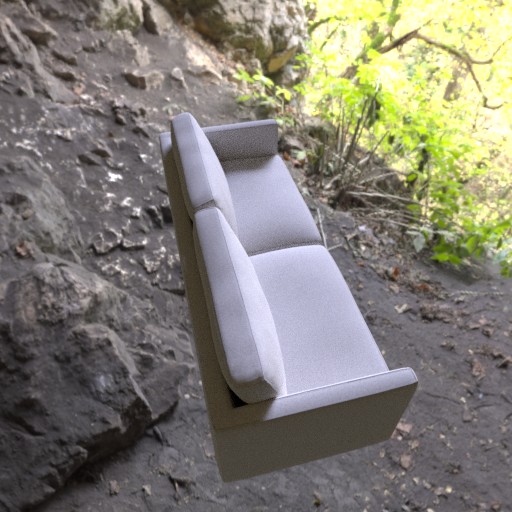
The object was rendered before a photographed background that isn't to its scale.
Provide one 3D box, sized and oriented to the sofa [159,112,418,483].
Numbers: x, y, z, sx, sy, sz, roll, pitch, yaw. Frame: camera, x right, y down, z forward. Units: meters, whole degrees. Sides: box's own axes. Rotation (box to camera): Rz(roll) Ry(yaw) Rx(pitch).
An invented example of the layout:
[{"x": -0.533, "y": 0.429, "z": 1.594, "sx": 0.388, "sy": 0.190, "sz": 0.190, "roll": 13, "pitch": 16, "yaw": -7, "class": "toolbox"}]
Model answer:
[{"x": 0.000, "y": 0.000, "z": 2.826, "sx": 0.951, "sy": 0.962, "sz": 2.361, "roll": -10, "pitch": 47, "yaw": -10, "class": "sofa"}]
